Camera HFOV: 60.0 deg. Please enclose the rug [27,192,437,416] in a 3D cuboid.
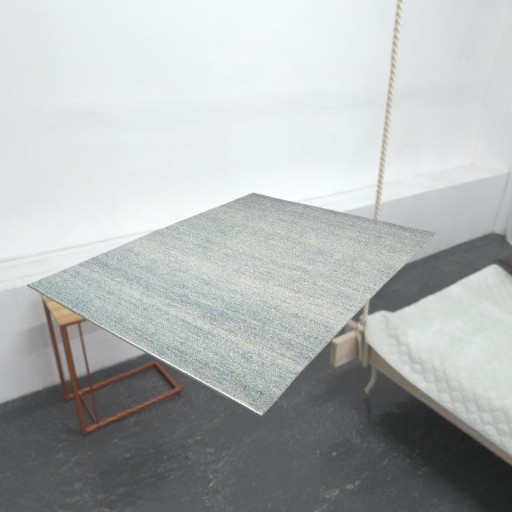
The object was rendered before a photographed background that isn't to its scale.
[{"bbox_3d":[0.000,0.000,4.266,2.461,0.046,3.237,18,31,32],"label":"rug"}]
